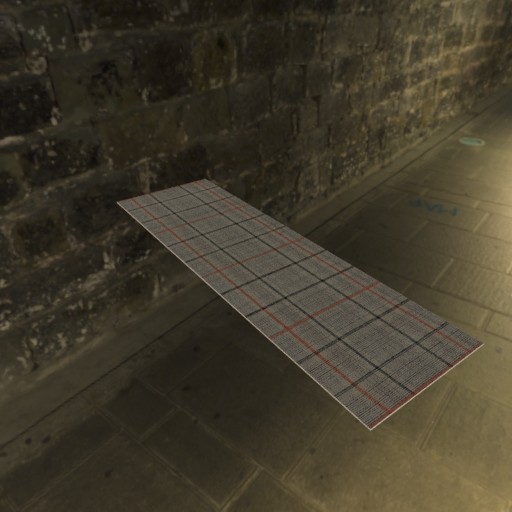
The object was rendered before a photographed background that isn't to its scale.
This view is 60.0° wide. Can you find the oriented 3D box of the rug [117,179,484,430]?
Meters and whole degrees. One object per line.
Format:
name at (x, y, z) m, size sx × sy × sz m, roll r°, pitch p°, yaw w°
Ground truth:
rug at (0.000, 0.000, 2.645) m, size 0.762 × 0.008 × 2.439 m, roll -21°, pitch 38°, yaw -30°
